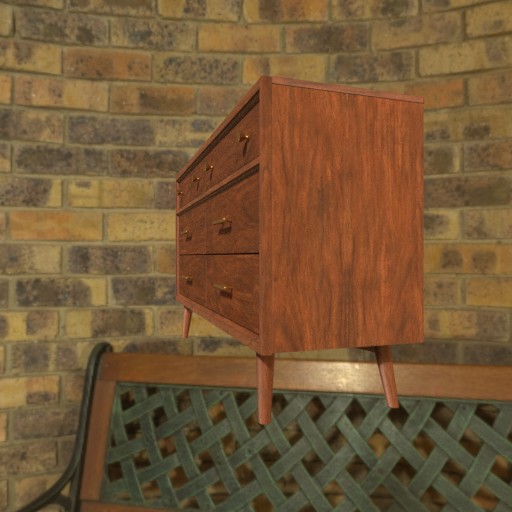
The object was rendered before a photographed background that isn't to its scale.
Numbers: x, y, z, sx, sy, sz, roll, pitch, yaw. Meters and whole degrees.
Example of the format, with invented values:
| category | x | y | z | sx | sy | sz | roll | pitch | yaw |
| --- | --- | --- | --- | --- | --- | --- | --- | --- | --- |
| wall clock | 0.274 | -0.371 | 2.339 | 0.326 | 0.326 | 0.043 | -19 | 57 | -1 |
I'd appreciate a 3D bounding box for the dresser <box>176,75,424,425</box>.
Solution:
| category | x | y | z | sx | sy | sz | roll | pitch | yaw |
| --- | --- | --- | --- | --- | --- | --- | --- | --- | --- |
| dresser | 0.000 | 0.000 | 1.859 | 0.500 | 0.889 | 1.472 | 0 | 0 | -18 |
